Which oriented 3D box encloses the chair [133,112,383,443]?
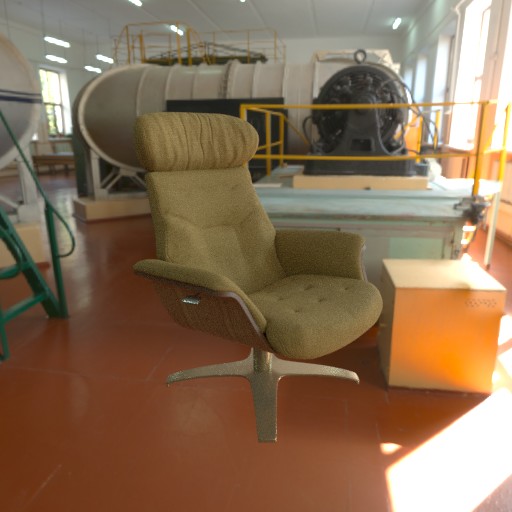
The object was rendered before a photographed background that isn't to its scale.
[{"bbox_3d":[0.000,0.000,1.583,0.837,0.995,0.785,15,21,42],"label":"chair"}]
